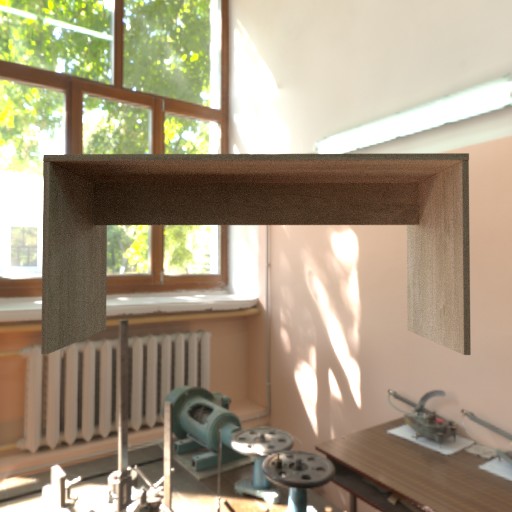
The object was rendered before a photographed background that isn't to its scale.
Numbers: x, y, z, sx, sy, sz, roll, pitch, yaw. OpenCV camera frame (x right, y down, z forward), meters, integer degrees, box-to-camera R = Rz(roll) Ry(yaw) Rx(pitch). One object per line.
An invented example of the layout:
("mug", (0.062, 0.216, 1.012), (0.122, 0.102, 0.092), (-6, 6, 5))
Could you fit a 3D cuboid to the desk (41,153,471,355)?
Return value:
("desk", (0.000, 0.000, 2.057), (1.600, 0.752, 0.802), (0, -1, 1))
